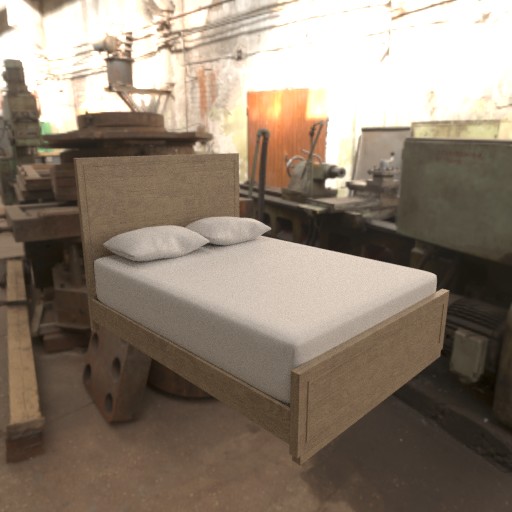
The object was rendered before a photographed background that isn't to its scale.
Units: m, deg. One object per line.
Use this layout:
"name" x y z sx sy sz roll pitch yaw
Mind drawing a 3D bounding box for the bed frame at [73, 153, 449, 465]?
"bed frame" 0.000 0.000 3.221 1.606 1.369 2.189 -14 21 -43
